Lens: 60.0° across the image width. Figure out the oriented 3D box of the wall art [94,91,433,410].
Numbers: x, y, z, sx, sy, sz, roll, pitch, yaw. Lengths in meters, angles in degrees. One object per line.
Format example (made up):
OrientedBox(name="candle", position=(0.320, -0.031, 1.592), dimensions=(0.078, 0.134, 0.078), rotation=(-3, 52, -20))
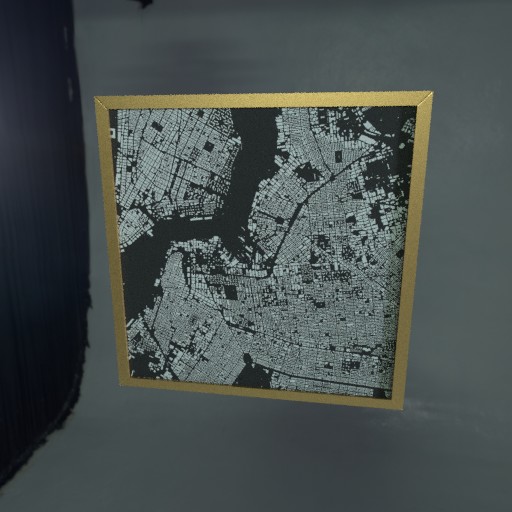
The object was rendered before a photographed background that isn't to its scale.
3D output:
OrientedBox(name="wall art", position=(0.000, 0.000, 1.872), dimensions=(1.284, 1.284, 0.095), rotation=(2, 15, 9))
